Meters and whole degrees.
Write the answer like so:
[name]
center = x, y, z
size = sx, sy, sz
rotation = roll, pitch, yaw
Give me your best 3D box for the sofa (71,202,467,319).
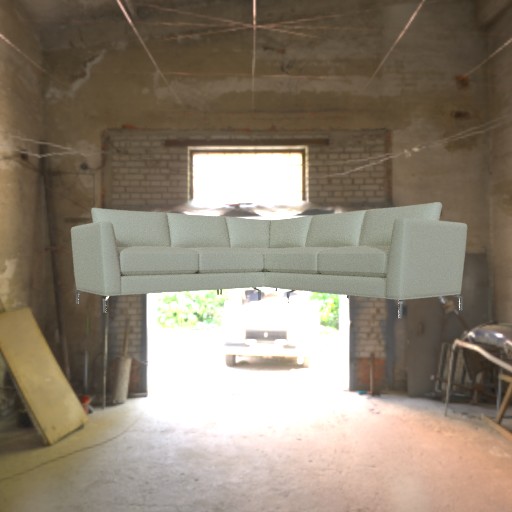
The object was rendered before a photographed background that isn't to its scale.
[sofa]
center = 0.000, 0.000, 3.787
size = 2.430, 0.867, 2.448
rotation = 0, 0, -37
